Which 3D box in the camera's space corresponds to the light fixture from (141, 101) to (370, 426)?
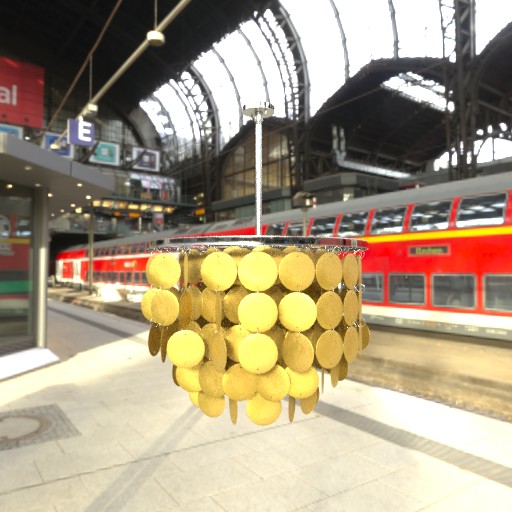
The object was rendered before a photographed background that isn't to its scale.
[{"bbox_3d":[0.000,0.000,0.730,0.368,0.492,0.368,0,-2,0],"label":"light fixture"}]
